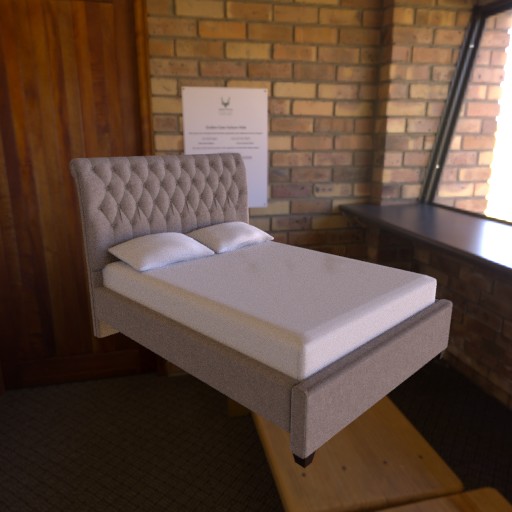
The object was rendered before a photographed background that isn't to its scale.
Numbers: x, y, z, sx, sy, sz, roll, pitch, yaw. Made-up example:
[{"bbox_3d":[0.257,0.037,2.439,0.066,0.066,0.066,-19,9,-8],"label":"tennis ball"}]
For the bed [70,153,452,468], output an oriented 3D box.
[{"bbox_3d":[0.000,0.000,3.219,2.252,1.371,1.645,15,21,43],"label":"bed"}]
